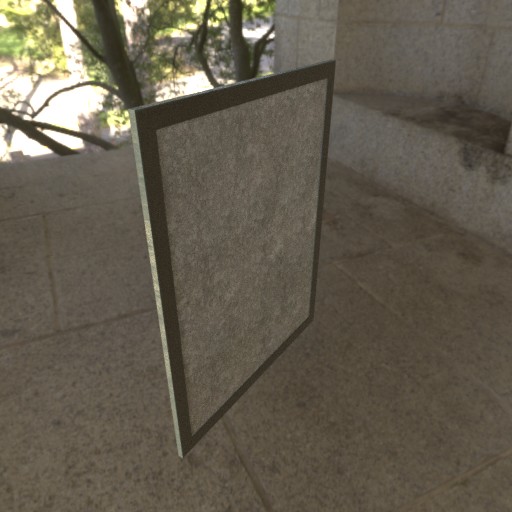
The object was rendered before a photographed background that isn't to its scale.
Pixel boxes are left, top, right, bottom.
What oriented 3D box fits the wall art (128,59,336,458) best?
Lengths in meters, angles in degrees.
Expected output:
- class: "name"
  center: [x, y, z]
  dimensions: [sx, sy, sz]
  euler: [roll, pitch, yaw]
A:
- class: "wall art"
  center: [0.000, 0.000, 1.301]
  dimensions: [0.030, 0.983, 0.767]
  euler: [20, 37, 30]
